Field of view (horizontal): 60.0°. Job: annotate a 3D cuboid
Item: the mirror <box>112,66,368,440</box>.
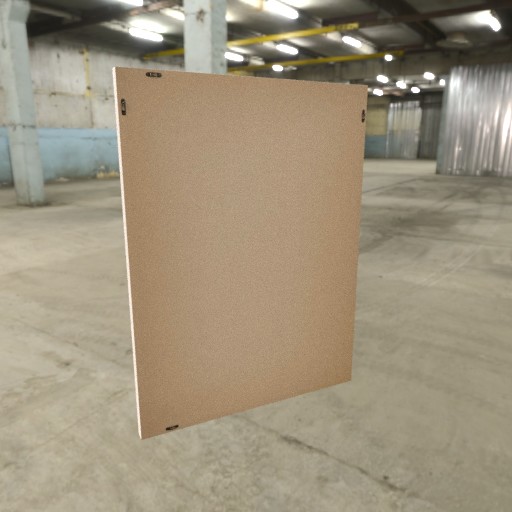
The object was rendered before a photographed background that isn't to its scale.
[{"bbox_3d":[0.000,0.000,1.349,0.762,1.016,0.041,-7,15,-26],"label":"mirror"}]
